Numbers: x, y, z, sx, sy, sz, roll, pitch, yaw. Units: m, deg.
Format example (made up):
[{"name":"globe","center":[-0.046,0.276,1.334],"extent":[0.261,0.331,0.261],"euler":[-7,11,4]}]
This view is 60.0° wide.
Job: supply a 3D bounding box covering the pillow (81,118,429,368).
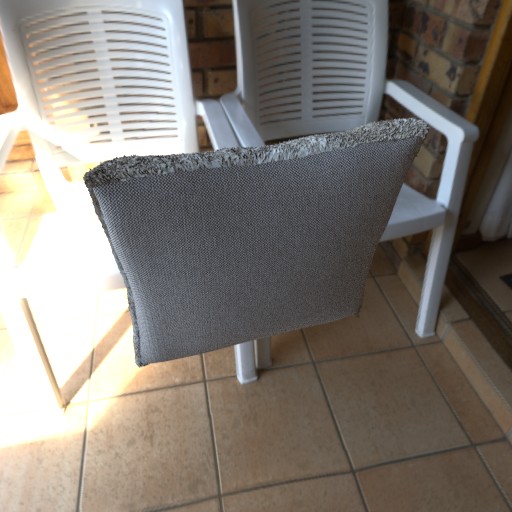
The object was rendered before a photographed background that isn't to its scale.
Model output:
[{"name":"pillow","center":[0.000,0.000,0.830],"extent":[0.529,0.515,0.218],"euler":[-11,42,-13]}]
